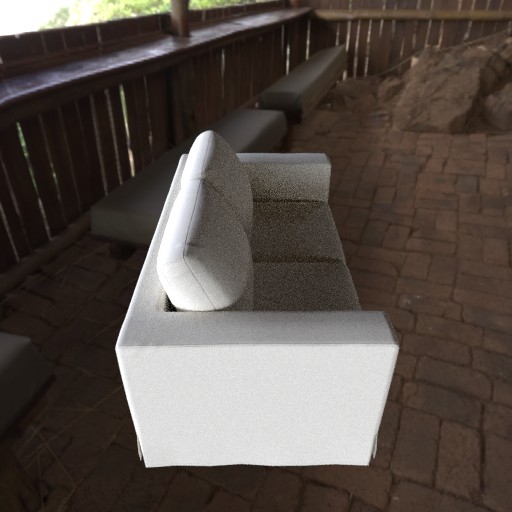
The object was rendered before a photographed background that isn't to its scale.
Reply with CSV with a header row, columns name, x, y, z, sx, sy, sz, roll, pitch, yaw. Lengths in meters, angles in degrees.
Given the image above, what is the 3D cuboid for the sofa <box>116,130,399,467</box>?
name,x,y,z,sx,sy,sz,roll,pitch,yaw
sofa,0.000,0.000,2.373,1.009,0.932,1.813,0,34,0
